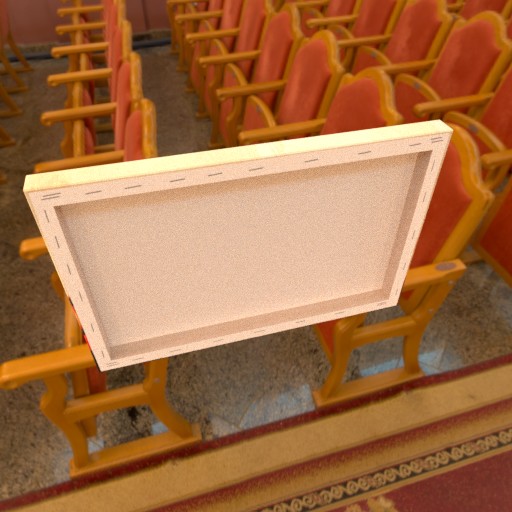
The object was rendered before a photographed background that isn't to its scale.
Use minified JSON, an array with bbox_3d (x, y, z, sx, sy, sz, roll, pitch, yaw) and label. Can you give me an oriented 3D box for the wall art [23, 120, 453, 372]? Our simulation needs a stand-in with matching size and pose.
[{"bbox_3d":[0.000,0.000,0.761,0.613,0.402,0.040,-11,43,-11],"label":"wall art"}]
